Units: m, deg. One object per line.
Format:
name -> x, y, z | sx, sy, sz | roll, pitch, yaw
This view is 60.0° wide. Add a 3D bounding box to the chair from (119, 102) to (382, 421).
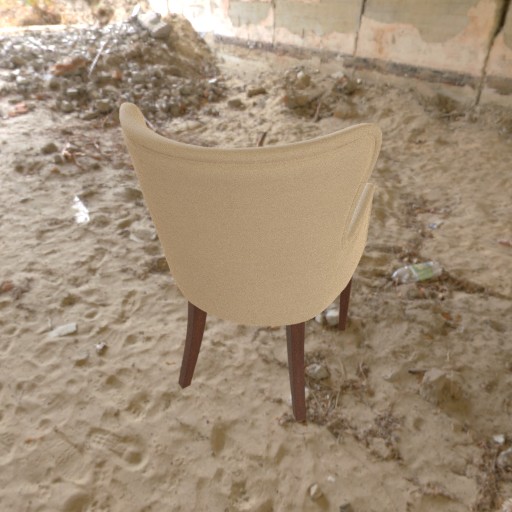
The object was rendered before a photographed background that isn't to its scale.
chair -> 0.000, 0.000, 1.456 | 0.696, 0.990, 0.744 | 10, 33, 16
